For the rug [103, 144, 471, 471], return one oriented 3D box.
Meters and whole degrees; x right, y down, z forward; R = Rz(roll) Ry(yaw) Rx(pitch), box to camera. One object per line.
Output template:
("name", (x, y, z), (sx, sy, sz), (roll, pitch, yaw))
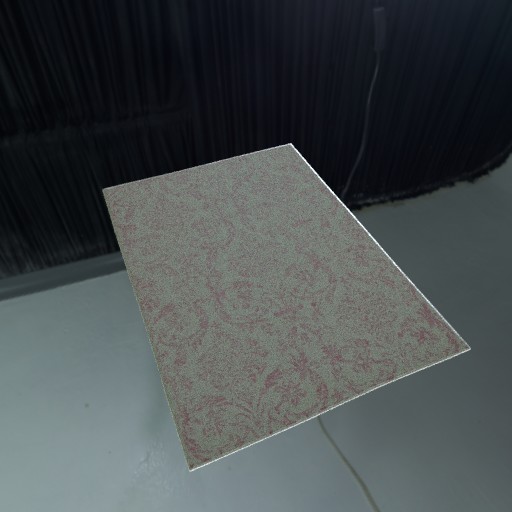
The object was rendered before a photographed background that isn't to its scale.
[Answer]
("rug", (0.000, 0.000, 2.888), (1.598, 0.014, 2.202), (-17, 49, -16))
